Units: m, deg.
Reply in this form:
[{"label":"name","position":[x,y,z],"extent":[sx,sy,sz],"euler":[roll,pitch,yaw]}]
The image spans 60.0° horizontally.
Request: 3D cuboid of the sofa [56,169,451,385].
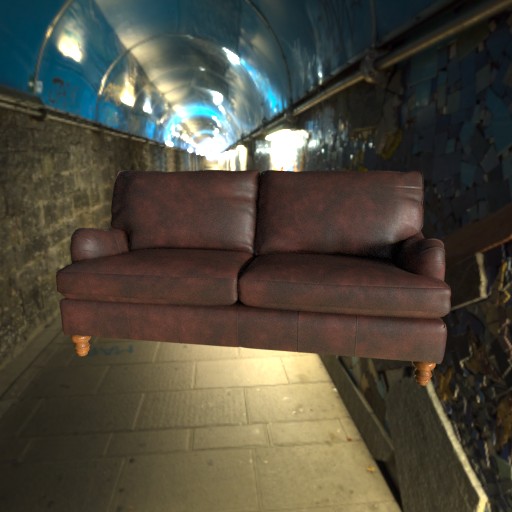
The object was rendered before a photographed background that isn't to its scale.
[{"label":"sofa","position":[0.000,0.000,2.828],"extent":[2.144,1.071,1.147],"euler":[2,13,10]}]
